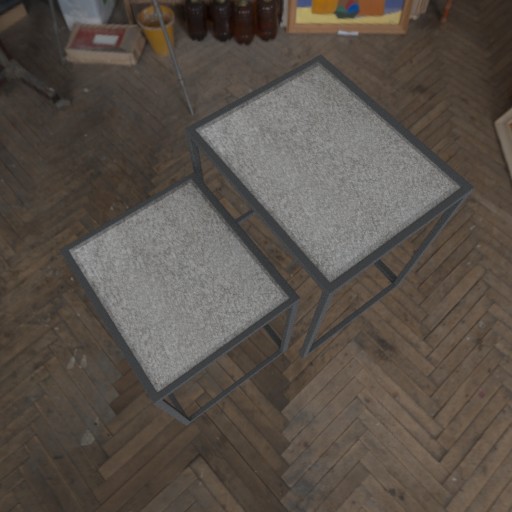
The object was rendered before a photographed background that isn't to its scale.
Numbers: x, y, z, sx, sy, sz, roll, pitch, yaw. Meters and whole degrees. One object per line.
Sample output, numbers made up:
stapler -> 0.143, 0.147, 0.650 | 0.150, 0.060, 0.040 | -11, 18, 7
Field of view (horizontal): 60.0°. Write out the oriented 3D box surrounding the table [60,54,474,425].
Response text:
table -> 0.000, 0.000, 1.177 | 0.788, 0.540, 0.508 | -34, 69, -15
